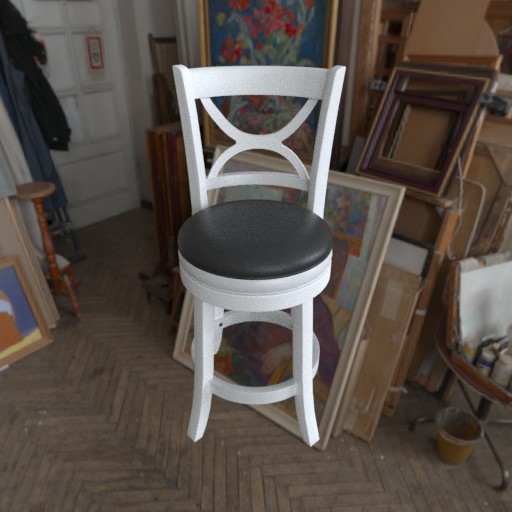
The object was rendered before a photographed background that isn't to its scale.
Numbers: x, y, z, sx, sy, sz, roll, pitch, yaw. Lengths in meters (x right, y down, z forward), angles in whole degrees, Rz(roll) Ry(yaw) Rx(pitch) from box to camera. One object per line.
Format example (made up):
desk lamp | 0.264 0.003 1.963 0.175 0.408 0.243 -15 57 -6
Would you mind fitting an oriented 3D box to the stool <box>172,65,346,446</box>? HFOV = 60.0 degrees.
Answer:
stool | 0.000 0.000 1.238 0.444 0.953 0.508 1 29 2
